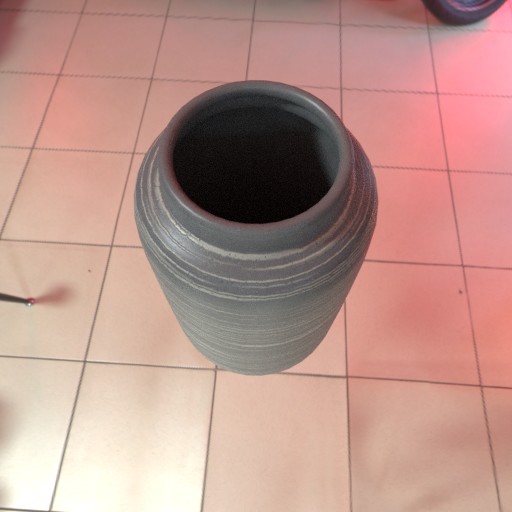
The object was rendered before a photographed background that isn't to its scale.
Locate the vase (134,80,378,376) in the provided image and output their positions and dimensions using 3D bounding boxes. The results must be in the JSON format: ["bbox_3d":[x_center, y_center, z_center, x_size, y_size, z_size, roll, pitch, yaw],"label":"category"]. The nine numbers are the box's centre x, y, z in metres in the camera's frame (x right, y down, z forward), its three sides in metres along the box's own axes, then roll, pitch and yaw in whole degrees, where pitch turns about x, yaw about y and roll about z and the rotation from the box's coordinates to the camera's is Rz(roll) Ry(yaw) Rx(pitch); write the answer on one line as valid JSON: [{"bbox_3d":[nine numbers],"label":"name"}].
[{"bbox_3d":[0.000,0.000,0.677,0.297,0.499,0.297,0,64,0],"label":"vase"}]
